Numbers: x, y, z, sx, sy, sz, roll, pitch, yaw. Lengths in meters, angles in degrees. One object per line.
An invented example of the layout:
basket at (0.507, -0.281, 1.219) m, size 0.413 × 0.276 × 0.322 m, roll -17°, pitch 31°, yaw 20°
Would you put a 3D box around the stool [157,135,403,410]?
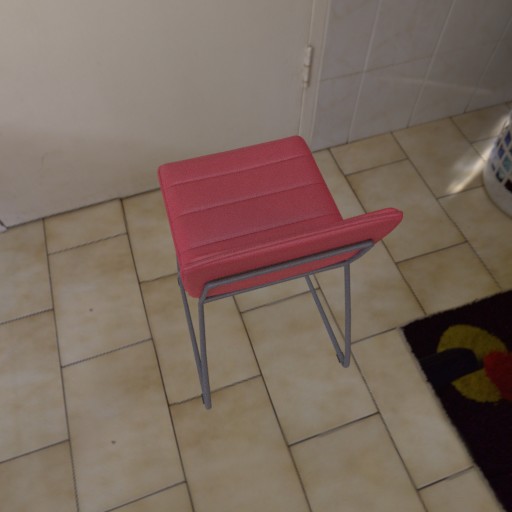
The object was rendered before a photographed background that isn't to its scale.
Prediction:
stool at (0.000, 0.000, 1.196) m, size 0.489 × 0.866 × 0.524 m, roll -14°, pitch 60°, yaw -9°
